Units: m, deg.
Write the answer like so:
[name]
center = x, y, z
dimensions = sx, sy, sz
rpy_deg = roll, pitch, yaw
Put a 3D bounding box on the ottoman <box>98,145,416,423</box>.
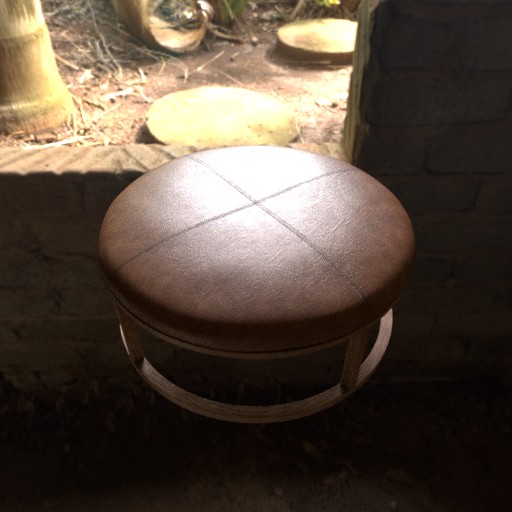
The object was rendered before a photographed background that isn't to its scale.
[ottoman]
center = 0.000, 0.000, 1.536
dimensions = 1.006, 0.445, 1.006
rpy_deg = 0, 40, 0
